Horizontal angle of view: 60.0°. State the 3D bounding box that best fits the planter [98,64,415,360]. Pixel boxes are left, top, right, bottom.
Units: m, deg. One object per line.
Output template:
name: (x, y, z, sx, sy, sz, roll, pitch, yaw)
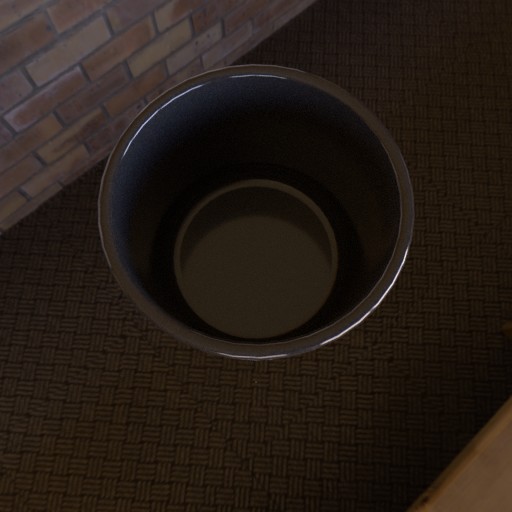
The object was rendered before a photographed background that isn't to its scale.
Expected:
planter: (0.000, 0.000, 0.265, 0.129, 0.177, 0.129, 0, 74, 0)
